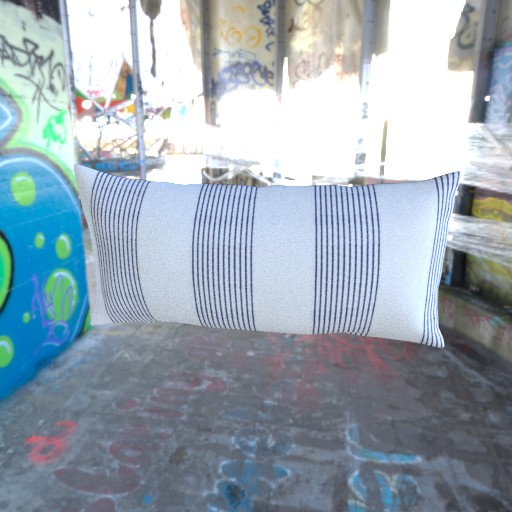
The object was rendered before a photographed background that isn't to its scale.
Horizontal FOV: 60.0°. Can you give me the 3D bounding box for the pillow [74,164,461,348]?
[{"bbox_3d":[0.000,0.000,0.719,0.610,0.287,0.151,2,16,9],"label":"pillow"}]
